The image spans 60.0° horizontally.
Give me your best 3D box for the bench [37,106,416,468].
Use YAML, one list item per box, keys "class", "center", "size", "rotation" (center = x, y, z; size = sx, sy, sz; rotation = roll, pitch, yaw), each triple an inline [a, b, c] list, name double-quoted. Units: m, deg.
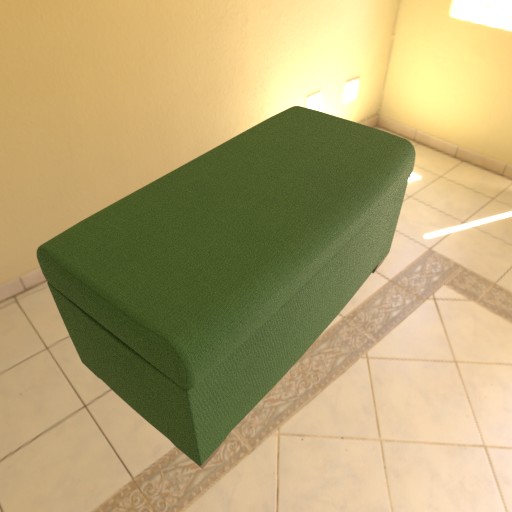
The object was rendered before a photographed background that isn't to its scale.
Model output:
- class: "bench"
  center: [0.000, 0.000, 1.273]
  size: [0.505, 0.501, 0.989]
  rotation: [28, 49, 28]
